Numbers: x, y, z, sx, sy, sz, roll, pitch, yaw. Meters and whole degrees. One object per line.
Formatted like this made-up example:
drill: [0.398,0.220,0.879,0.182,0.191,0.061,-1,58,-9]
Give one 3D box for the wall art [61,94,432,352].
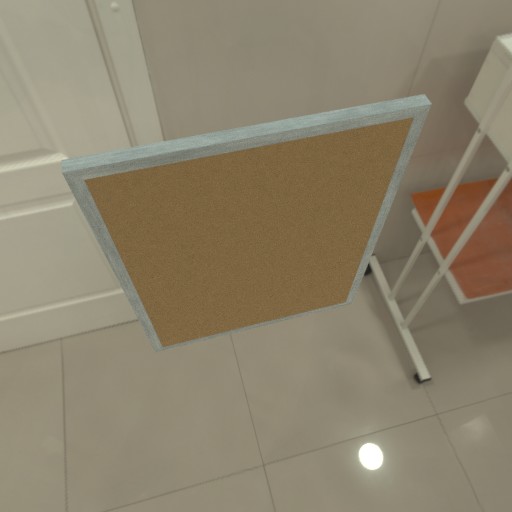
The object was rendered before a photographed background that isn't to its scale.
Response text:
wall art: [0.000,0.000,0.805,0.479,0.582,0.022,-13,58,-8]
